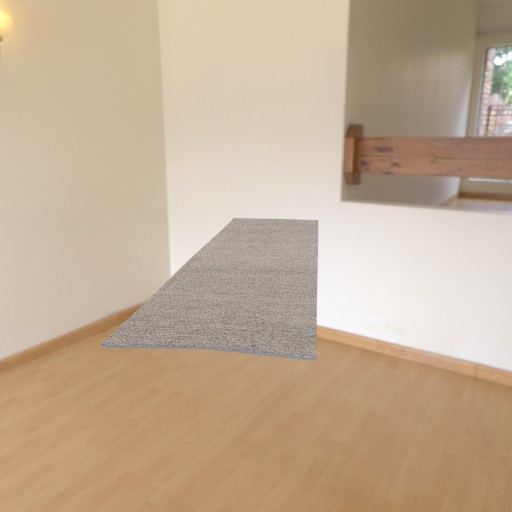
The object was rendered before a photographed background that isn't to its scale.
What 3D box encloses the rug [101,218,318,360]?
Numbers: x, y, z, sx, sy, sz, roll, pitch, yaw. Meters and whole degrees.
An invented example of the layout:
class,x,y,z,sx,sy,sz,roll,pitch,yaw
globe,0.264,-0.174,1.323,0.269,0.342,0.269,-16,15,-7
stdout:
class,x,y,z,sx,sy,sz,roll,pitch,yaw
rug,0.000,0.000,2.493,0.692,0.032,2.320,2,15,8
